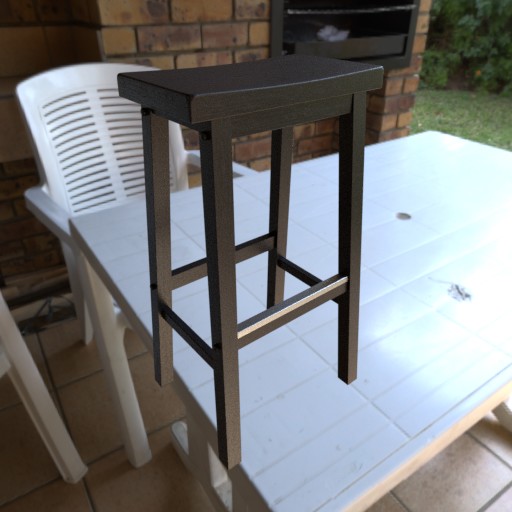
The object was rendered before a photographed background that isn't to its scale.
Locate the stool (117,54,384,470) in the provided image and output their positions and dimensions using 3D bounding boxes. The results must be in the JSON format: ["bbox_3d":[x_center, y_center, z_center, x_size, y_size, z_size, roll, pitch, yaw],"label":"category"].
[{"bbox_3d":[0.000,0.000,0.946,0.406,0.742,0.322,-22,38,-32],"label":"stool"}]
